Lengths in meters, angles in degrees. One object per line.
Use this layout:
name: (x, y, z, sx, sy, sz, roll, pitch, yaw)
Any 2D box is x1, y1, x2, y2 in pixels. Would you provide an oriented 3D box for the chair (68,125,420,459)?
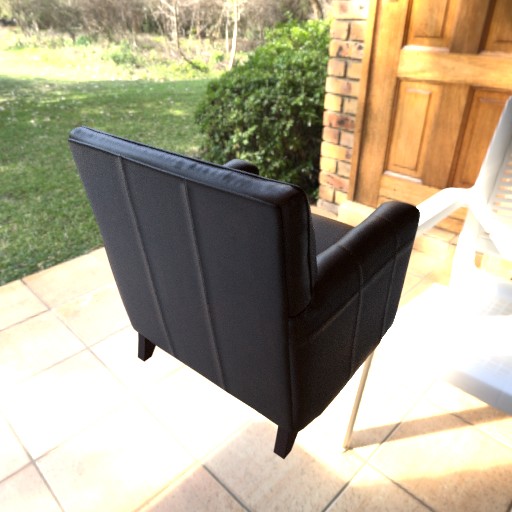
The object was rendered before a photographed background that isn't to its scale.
chair: (0.000, 0.000, 1.591, 0.870, 0.943, 0.823, 22, 37, 33)
